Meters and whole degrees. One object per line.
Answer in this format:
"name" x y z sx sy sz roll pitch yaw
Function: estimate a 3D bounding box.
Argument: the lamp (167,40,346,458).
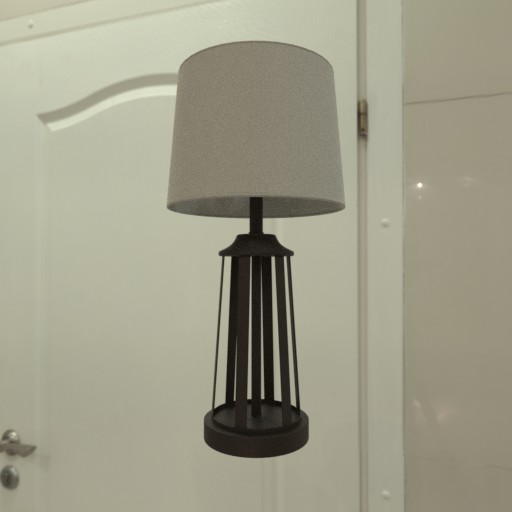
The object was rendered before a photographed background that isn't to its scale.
"lamp" 0.000 0.000 0.633 0.251 0.509 0.251 0 -1 0
